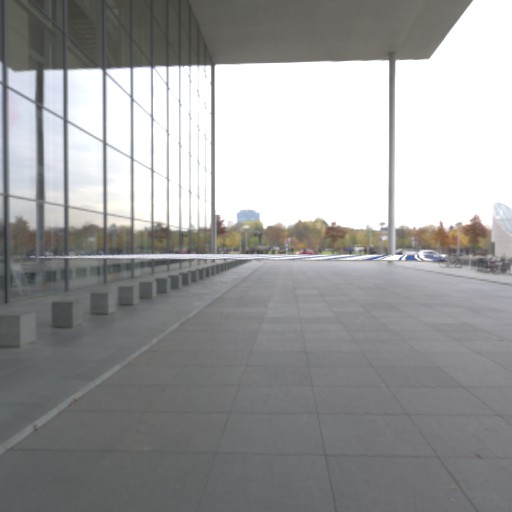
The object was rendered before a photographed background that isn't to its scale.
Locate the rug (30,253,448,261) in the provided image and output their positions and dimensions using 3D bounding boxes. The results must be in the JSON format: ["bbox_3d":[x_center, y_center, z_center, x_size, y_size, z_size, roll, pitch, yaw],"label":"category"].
[{"bbox_3d":[0.000,0.000,4.485,3.416,0.016,2.471,0,1,19],"label":"rug"}]
